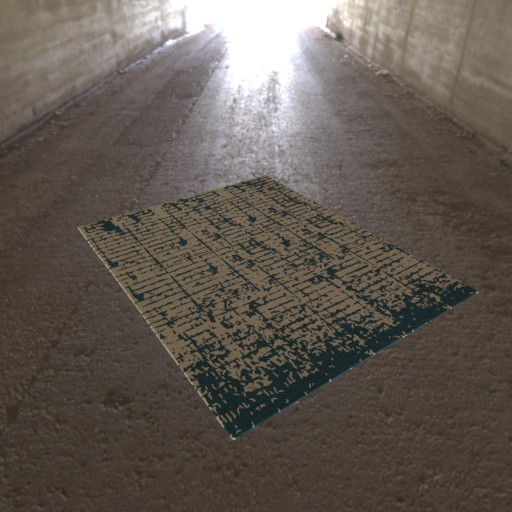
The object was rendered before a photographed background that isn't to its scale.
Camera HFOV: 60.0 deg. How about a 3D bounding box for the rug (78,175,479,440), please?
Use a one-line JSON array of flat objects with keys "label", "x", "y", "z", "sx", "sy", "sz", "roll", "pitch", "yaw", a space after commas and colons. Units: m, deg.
[{"label": "rug", "x": 0.000, "y": 0.000, "z": 4.140, "sx": 2.416, "sy": 0.014, "sz": 3.017, "roll": -21, "pitch": 38, "yaw": -29}]
